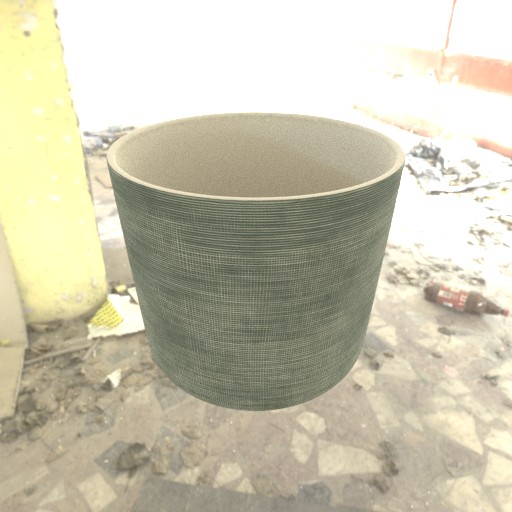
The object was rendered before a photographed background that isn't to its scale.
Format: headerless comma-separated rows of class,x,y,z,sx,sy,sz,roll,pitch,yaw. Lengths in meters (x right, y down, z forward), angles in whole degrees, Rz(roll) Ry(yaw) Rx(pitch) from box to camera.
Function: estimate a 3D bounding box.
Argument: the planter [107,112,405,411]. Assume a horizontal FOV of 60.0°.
planter,0.000,0.000,0.778,0.440,0.398,0.440,0,30,0
